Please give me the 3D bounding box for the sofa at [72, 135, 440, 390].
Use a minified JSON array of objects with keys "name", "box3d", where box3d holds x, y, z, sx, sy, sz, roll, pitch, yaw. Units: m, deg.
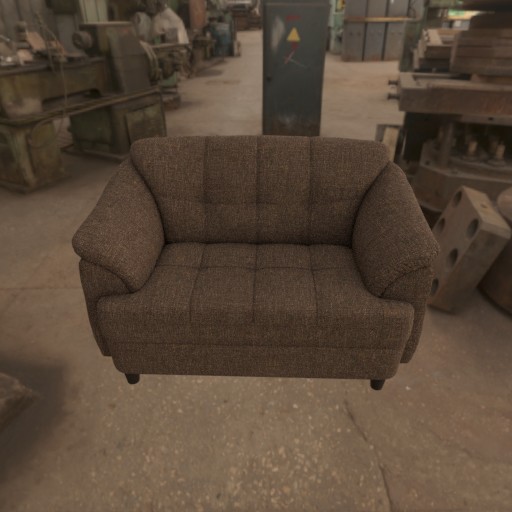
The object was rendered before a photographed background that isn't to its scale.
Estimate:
[{"name":"sofa","box3d":[0.000,0.000,1.995,1.404,0.895,0.799,1,30,2]}]
